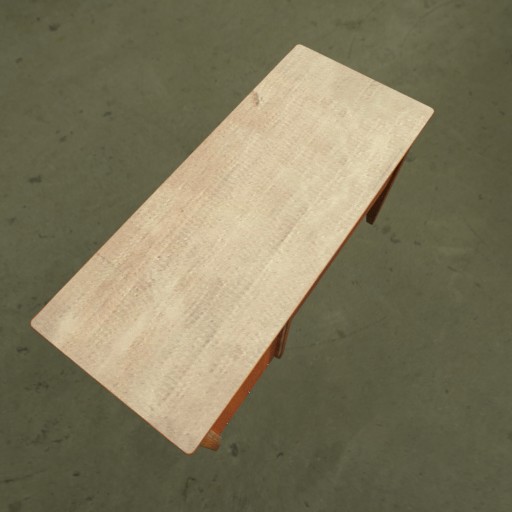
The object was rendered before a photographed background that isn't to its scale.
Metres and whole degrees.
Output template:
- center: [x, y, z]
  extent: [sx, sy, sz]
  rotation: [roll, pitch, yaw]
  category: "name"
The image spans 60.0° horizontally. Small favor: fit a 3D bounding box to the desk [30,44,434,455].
- center: [0.000, 0.000, 1.717]
  extent: [0.574, 0.756, 1.353]
  rotation: [33, 69, 14]
  category: "desk"
